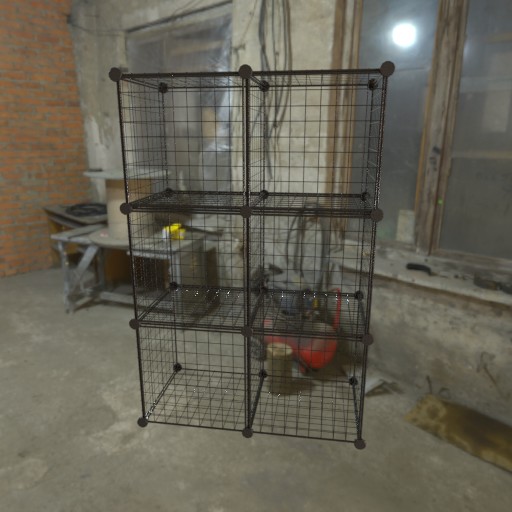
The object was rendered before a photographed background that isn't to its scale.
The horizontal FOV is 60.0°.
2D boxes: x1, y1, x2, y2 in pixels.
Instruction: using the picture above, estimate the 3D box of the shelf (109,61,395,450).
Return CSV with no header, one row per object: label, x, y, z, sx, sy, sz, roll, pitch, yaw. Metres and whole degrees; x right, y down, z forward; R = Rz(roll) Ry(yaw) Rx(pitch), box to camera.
shelf,0.000,0.000,1.392,0.711,1.067,0.356,2,16,8
